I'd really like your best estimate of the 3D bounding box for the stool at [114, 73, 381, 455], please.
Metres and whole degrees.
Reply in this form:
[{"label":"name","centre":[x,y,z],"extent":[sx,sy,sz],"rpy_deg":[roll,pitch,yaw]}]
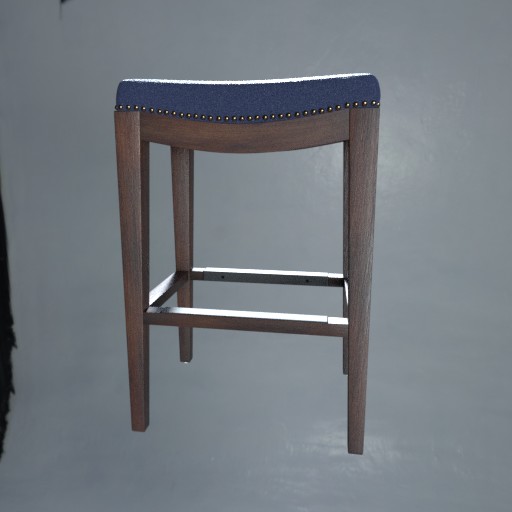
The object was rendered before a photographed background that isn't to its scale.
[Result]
[{"label":"stool","centre":[0.000,0.000,1.024],"extent":[0.498,0.740,0.358],"rpy_deg":[2,14,9]}]
